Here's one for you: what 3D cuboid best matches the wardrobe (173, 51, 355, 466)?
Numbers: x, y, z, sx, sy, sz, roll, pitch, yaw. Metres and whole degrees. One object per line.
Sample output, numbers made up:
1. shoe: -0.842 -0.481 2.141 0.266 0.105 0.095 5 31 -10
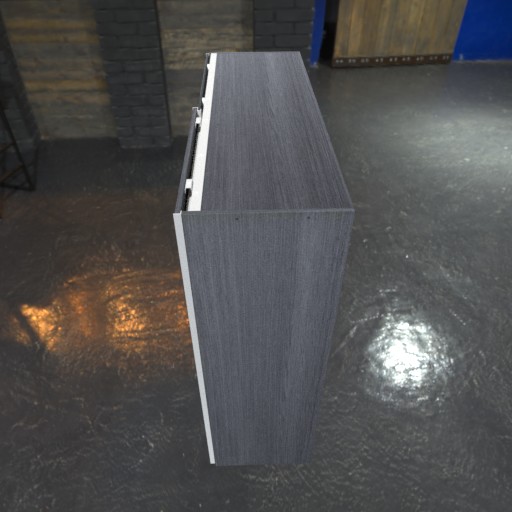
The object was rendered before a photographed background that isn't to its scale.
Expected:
1. wardrobe: 0.000 0.000 2.838 0.629 1.960 1.780 -1 41 -1
